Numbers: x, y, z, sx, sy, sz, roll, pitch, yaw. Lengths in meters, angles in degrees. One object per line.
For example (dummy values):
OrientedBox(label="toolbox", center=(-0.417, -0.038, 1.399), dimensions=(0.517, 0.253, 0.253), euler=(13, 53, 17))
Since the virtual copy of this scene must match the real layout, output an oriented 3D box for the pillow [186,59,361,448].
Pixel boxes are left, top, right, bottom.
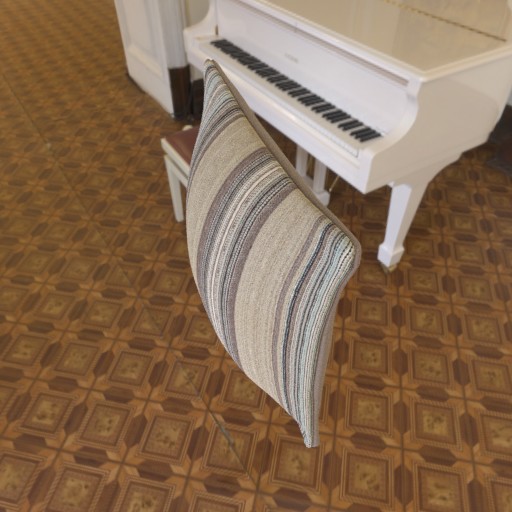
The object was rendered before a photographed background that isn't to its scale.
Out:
OrientedBox(label="pillow", center=(0.000, 0.000, 0.651), dimensions=(0.189, 0.416, 0.435), euler=(-15, 47, -14))
